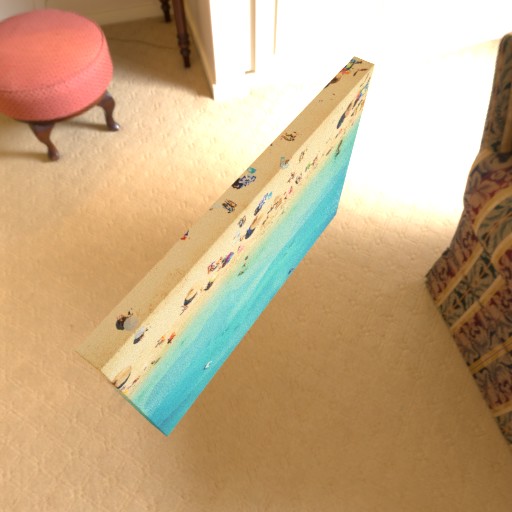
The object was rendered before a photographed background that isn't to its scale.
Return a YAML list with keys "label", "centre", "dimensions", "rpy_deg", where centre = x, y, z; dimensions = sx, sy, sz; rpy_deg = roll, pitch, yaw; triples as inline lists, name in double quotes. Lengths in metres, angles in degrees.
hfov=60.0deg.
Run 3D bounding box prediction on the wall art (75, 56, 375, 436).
- label: "wall art"
  centre: [0.000, 0.000, 0.762]
  dimensions: [0.039, 0.406, 0.609]
  rpy_deg: [31, 64, 17]
